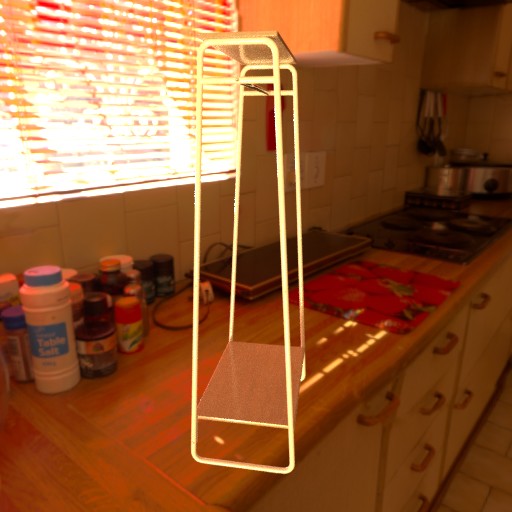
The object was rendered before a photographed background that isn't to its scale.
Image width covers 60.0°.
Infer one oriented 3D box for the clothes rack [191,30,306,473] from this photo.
[{"bbox_3d":[0.000,0.000,1.770,0.400,1.512,0.640,3,17,9],"label":"clothes rack"}]
